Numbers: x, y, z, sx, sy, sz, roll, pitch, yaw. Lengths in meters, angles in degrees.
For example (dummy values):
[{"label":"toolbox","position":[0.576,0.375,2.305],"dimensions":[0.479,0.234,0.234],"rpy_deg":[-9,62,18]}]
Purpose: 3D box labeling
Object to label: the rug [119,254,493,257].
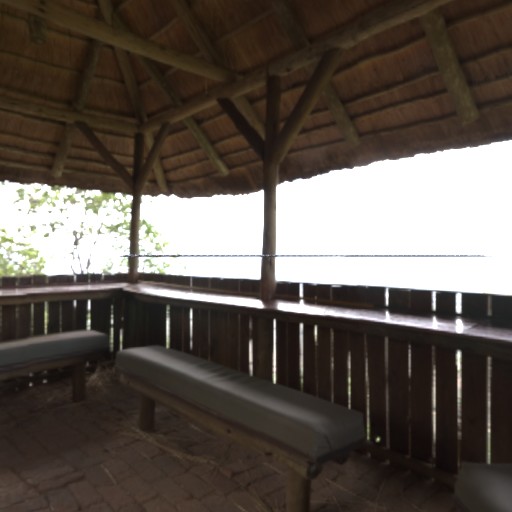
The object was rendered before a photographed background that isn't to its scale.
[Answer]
[{"label":"rug","position":[0.000,0.000,3.850],"dimensions":[2.256,0.013,2.910],"rpy_deg":[0,0,-18]}]
